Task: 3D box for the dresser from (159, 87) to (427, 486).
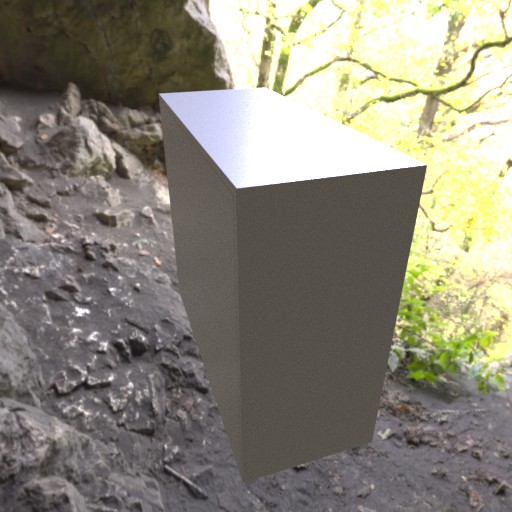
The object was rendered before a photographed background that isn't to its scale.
[{"bbox_3d":[0.000,0.000,1.656,0.460,1.000,1.100,-10,31,-16],"label":"dresser"}]
